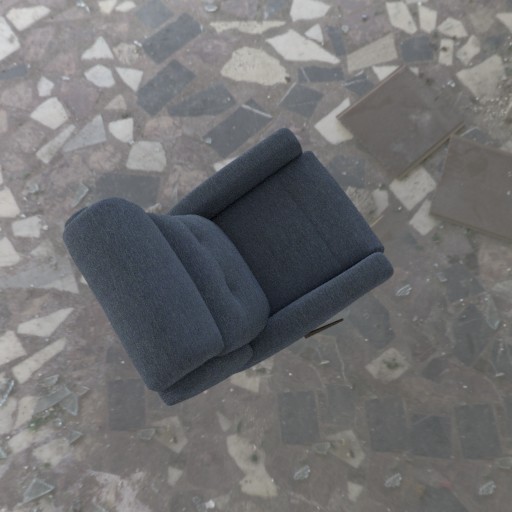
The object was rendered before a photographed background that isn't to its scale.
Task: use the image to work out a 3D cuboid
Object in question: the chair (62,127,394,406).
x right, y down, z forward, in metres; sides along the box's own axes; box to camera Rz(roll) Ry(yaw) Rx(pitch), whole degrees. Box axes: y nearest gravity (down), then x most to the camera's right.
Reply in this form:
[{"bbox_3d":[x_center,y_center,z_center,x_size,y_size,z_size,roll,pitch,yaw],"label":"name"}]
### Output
[{"bbox_3d":[0.000,0.000,1.751,1.043,1.013,0.798,-32,78,-8],"label":"chair"}]
